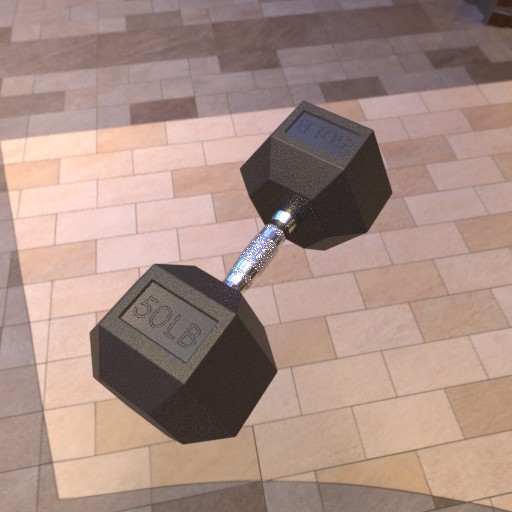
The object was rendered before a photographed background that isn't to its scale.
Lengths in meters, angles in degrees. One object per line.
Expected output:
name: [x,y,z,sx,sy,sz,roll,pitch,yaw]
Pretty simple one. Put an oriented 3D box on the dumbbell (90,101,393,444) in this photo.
dumbbell: [0.000,0.000,0.476,0.173,0.150,0.384,29,62,17]
